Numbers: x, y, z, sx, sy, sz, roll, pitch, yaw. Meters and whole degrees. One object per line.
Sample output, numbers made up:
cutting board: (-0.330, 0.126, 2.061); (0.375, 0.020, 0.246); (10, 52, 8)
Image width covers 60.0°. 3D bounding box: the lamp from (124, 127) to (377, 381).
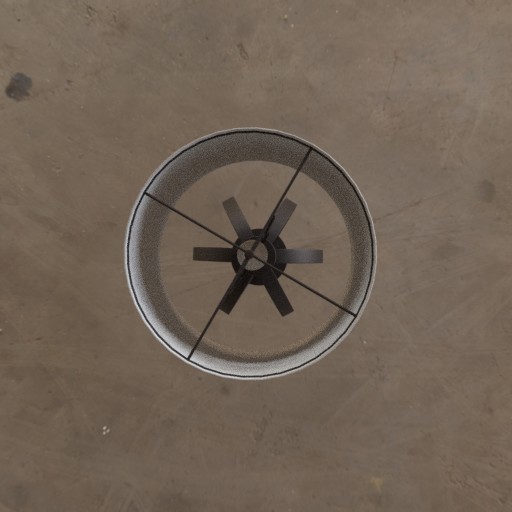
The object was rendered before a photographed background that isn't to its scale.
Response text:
lamp: (0.000, 0.000, 0.694); (0.286, 0.510, 0.286); (0, 90, 2)
